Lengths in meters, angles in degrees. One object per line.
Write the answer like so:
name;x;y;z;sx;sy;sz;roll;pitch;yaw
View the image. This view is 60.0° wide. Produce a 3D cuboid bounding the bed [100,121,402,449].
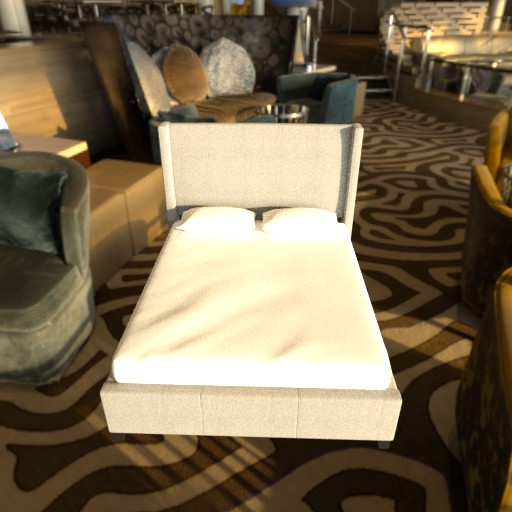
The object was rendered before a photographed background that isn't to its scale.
bed;0.000;0.000;3.364;1.774;1.491;2.222;1;30;2
